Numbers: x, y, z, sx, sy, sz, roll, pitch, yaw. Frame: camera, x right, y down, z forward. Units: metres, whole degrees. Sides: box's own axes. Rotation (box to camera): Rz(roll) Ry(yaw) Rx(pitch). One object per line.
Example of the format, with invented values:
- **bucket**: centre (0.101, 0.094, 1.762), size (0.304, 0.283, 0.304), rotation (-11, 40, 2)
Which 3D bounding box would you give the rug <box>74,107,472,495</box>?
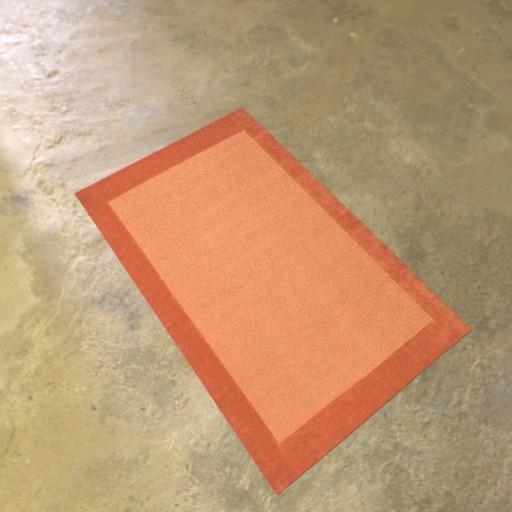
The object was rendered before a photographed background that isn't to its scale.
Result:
- **rug**: centre (0.000, 0.000, 3.002), size (1.524, 0.014, 2.438), rotation (-33, 65, -17)
